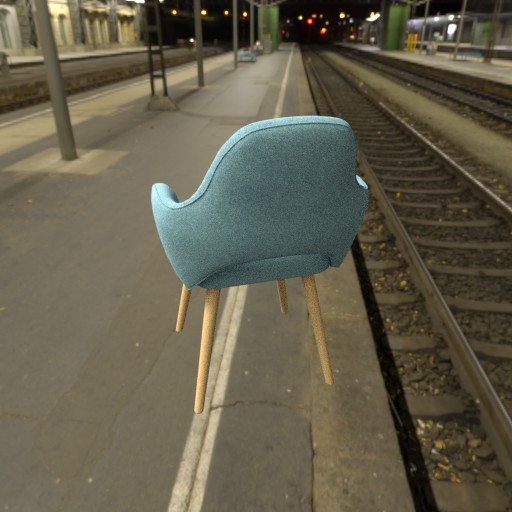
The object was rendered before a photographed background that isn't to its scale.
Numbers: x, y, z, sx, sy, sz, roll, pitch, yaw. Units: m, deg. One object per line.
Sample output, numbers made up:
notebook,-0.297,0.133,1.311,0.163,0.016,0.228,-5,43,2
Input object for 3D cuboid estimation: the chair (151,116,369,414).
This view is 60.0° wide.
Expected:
chair,0.000,0.000,1.360,0.589,0.920,0.666,-8,28,-15
